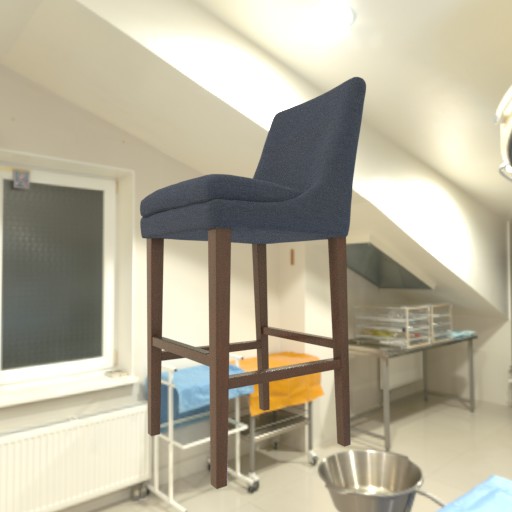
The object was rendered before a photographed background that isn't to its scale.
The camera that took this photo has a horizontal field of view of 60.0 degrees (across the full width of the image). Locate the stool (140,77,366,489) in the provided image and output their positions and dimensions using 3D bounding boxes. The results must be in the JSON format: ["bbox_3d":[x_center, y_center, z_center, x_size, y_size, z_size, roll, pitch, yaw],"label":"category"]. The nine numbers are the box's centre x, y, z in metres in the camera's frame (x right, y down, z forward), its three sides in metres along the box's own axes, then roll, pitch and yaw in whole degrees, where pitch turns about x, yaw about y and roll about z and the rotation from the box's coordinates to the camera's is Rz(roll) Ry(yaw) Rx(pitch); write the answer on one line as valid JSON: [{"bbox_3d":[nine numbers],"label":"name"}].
[{"bbox_3d":[0.000,0.000,1.338,0.577,1.078,0.470,1,-2,-35],"label":"stool"}]
